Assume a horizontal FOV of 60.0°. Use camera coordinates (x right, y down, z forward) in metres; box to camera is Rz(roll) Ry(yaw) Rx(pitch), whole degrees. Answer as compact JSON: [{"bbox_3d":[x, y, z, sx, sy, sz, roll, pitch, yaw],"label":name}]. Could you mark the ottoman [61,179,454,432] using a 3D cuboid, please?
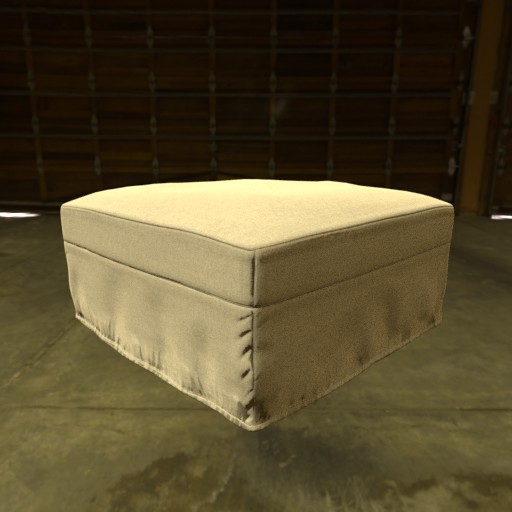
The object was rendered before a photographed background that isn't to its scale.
[{"bbox_3d":[0.000,0.000,1.327,0.840,0.436,0.843,-13,19,-43],"label":"ottoman"}]
